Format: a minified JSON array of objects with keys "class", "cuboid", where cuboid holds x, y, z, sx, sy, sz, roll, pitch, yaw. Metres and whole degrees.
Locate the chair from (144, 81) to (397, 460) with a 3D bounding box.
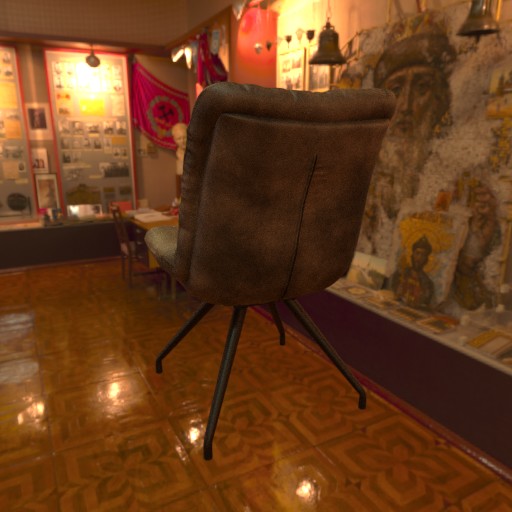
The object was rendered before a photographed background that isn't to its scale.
[{"class":"chair","cuboid":[0.000,0.000,1.272,0.549,0.870,0.622,-7,16,-26]}]
